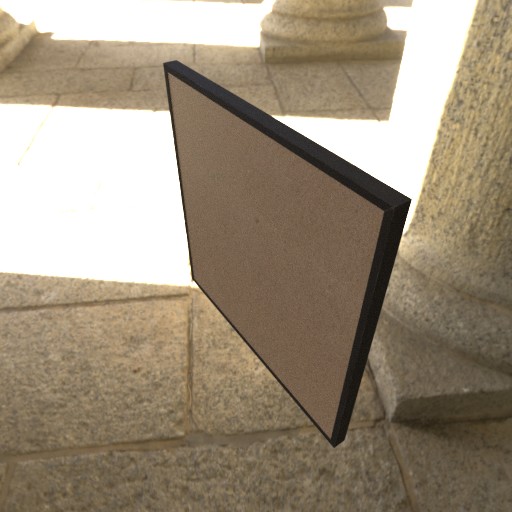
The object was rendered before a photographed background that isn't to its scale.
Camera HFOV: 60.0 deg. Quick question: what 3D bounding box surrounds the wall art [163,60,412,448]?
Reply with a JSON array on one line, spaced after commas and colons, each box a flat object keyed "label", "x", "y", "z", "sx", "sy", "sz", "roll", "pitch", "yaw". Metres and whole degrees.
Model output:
[{"label": "wall art", "x": 0.000, "y": 0.000, "z": 1.140, "sx": 0.038, "sy": 0.762, "sz": 0.762, "roll": -25, "pitch": 47, "yaw": -25}]
